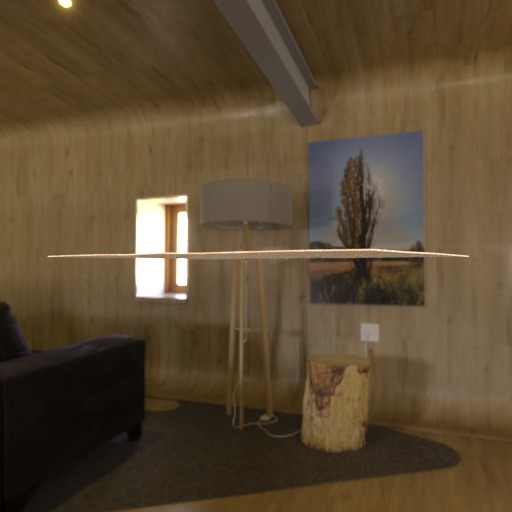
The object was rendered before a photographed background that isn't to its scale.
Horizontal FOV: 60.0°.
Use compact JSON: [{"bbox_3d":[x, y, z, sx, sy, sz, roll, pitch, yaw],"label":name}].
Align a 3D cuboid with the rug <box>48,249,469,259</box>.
[{"bbox_3d":[0.000,0.000,2.732,2.135,0.013,1.524,-1,-1,37],"label":"rug"}]
